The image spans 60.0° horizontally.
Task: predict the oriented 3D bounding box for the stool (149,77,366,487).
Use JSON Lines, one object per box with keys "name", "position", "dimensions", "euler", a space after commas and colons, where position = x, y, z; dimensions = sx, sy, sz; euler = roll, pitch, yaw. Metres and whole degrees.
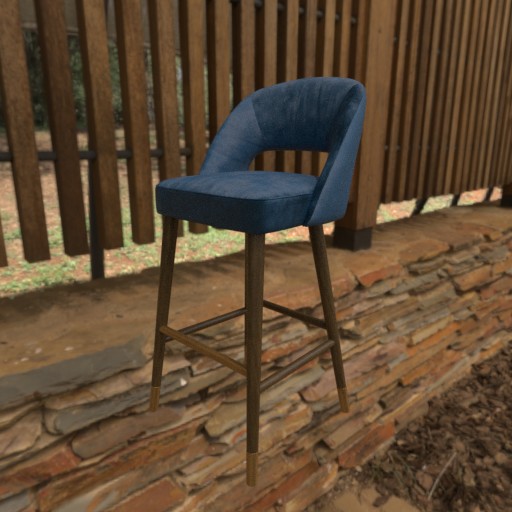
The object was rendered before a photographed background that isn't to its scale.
{"name": "stool", "position": [0.000, 0.000, 1.304], "dimensions": [0.514, 1.016, 0.515], "euler": [15, 21, 42]}
